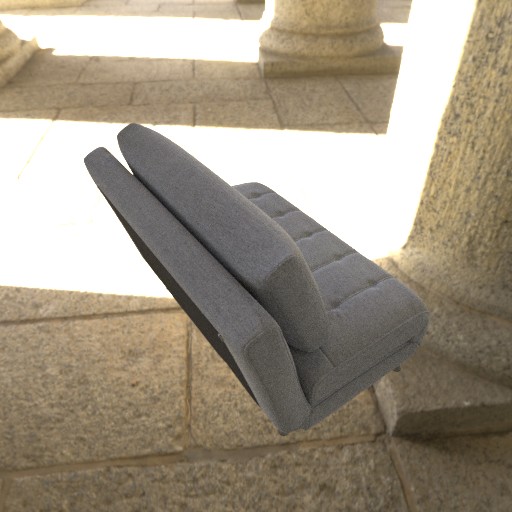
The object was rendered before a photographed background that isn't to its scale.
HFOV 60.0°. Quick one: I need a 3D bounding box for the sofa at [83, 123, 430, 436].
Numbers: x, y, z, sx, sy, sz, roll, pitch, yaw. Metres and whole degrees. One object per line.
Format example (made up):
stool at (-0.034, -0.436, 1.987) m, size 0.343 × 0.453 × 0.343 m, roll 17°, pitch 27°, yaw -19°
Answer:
sofa at (0.000, 0.000, 1.858) m, size 0.910 × 0.910 × 1.220 m, roll -24°, pitch 46°, yaw -26°
